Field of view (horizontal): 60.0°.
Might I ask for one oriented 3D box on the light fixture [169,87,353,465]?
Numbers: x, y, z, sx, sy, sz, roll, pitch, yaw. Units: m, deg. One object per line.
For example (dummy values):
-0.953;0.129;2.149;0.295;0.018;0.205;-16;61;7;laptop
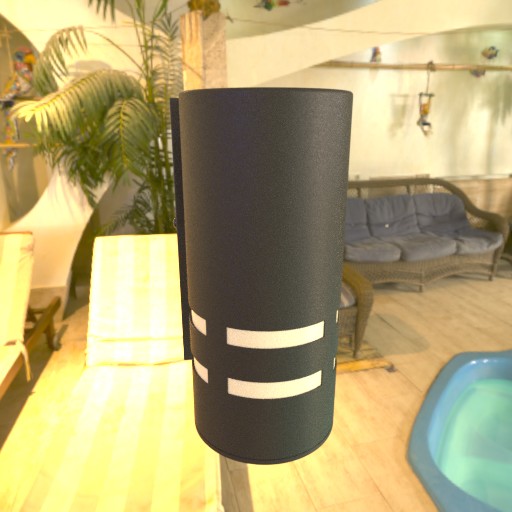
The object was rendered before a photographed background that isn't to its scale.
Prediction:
0.000;0.000;0.261;0.098;0.179;0.138;-3;18;-9;light fixture
